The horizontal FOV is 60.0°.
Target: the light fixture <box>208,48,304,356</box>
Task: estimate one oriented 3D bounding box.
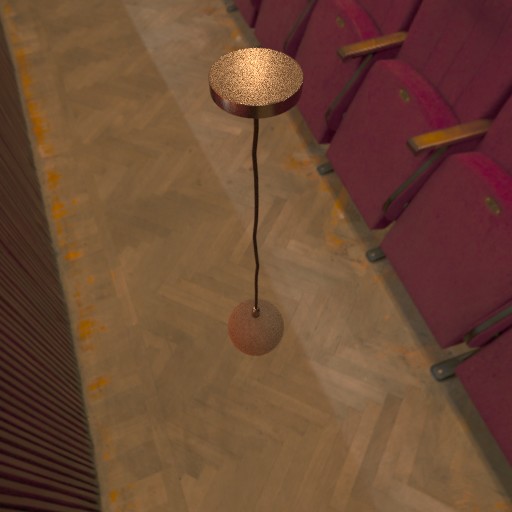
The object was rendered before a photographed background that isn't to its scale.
[{"bbox_3d":[0.000,0.000,0.834,0.139,0.764,0.139,-15,58,-10],"label":"light fixture"}]
